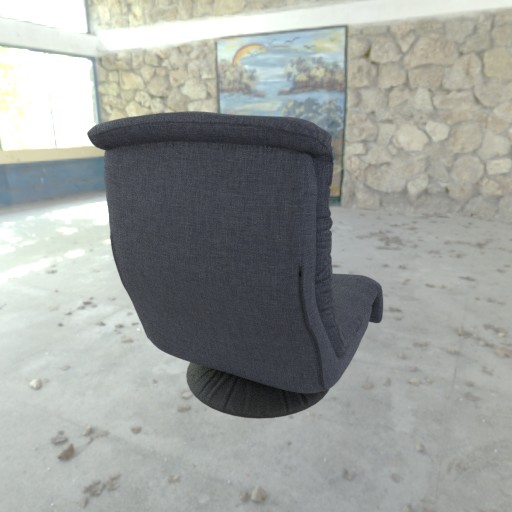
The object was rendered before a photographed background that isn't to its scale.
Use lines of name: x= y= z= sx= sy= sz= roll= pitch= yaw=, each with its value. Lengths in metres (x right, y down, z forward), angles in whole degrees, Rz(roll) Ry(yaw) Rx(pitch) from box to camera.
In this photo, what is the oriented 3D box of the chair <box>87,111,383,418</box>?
chair: x=0.000 y=0.000 z=1.227 sx=0.597 sy=0.749 sz=0.668 roll=9 pitch=19 yaw=27
